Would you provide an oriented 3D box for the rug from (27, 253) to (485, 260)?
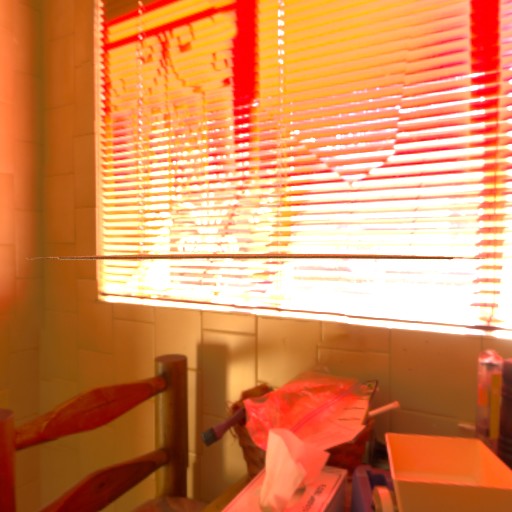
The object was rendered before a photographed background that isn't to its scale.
[{"bbox_3d":[0.000,0.000,3.141,2.465,0.023,1.619,0,1,0],"label":"rug"}]
